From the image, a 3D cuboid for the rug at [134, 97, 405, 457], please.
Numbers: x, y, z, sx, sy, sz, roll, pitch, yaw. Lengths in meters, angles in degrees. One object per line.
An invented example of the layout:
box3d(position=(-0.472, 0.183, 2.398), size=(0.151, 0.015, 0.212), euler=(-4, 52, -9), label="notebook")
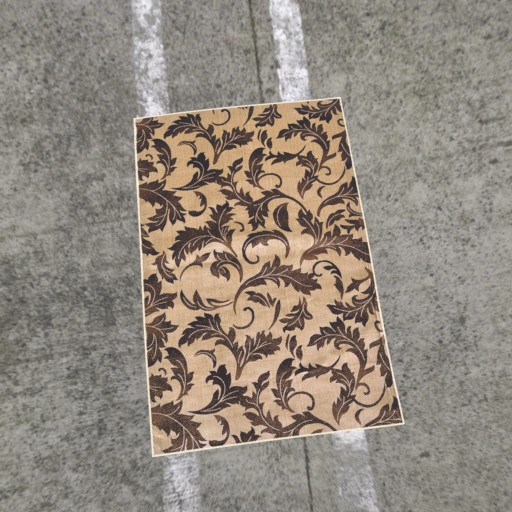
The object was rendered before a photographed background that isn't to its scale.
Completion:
box3d(position=(0.000, 0.000, 2.925), size=(1.522, 0.008, 2.284), euler=(-7, 75, -2), label="rug")
